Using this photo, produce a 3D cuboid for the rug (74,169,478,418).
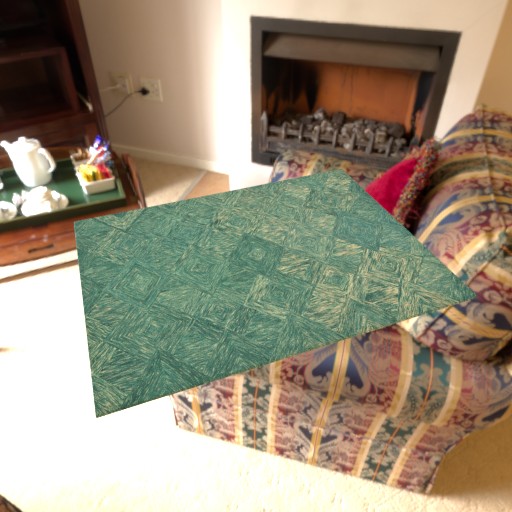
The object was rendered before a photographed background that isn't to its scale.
[{"bbox_3d":[0.000,0.000,4.276,3.217,0.027,2.405,-14,42,-16],"label":"rug"}]
